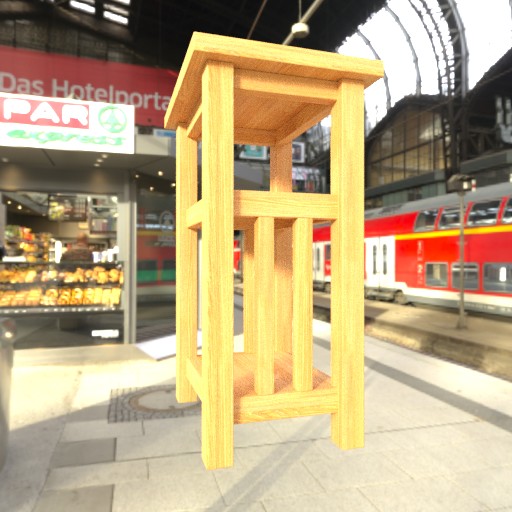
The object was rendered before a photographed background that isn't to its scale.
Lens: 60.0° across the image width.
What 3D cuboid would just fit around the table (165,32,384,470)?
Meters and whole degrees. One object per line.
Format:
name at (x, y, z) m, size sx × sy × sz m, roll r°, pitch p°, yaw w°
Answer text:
table at (0.000, 0.000, 0.750) m, size 0.270 × 0.550 × 0.350 m, roll 0°, pitch 0°, yaw -17°
